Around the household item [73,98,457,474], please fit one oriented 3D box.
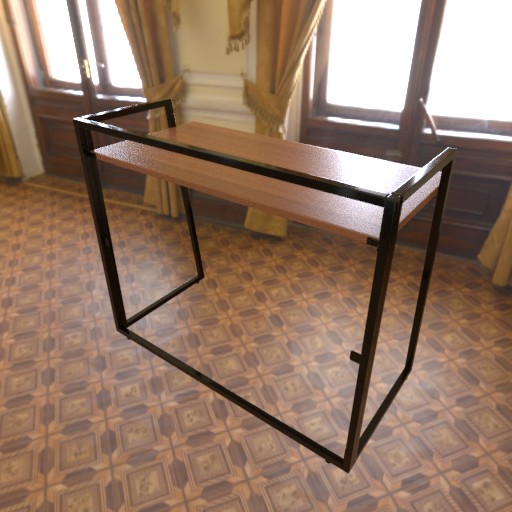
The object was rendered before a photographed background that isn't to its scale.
[{"bbox_3d":[0.000,0.000,1.502,1.050,0.860,0.510,21,37,31],"label":"household item"}]
